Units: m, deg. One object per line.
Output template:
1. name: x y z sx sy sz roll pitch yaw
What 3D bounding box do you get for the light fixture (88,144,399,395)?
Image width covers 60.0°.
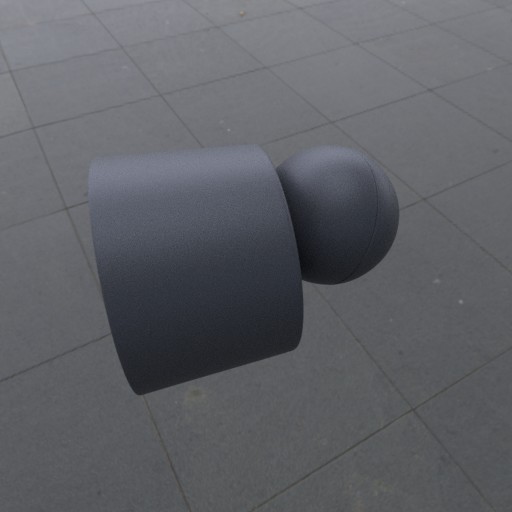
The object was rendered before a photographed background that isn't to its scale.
1. light fixture: 0.000 0.000 0.270 0.160 0.143 0.134 -11 49 -9
